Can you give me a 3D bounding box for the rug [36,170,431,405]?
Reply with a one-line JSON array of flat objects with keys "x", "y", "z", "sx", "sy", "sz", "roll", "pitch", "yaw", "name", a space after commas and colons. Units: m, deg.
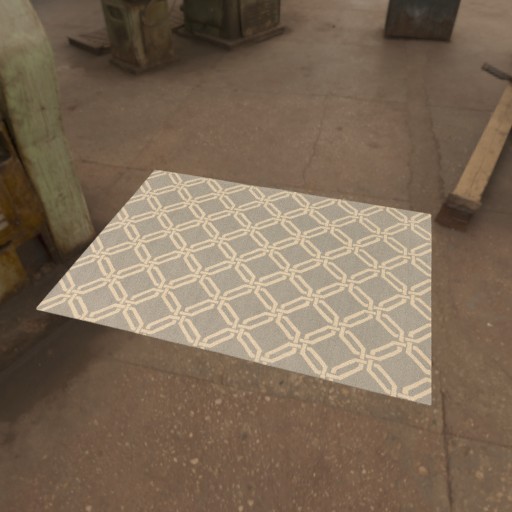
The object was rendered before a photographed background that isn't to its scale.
[{"x": 0.000, "y": 0.000, "z": 2.802, "sx": 2.133, "sy": 0.013, "sz": 1.522, "roll": 11, "pitch": 44, "yaw": 12, "name": "rug"}]
